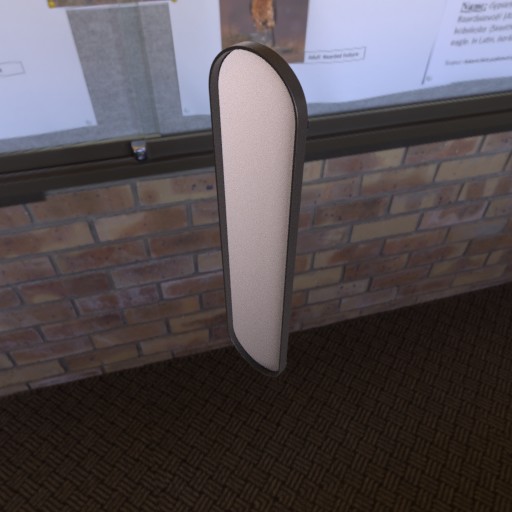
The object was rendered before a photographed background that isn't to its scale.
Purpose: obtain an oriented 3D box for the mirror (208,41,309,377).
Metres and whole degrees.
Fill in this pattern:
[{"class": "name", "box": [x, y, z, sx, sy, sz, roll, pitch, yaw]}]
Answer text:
[{"class": "mirror", "box": [0.000, 0.000, 1.087, 0.222, 0.991, 0.032, 34, 54, 29]}]
